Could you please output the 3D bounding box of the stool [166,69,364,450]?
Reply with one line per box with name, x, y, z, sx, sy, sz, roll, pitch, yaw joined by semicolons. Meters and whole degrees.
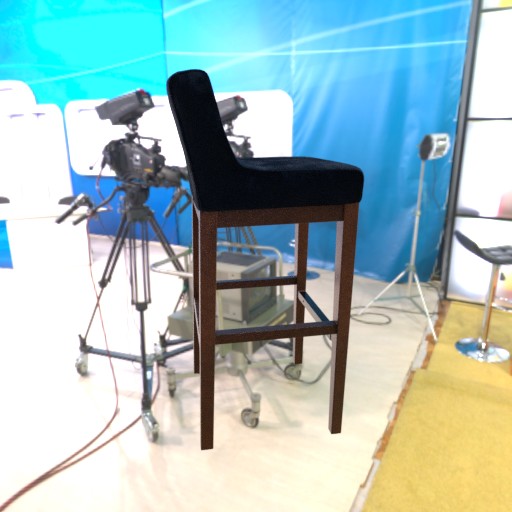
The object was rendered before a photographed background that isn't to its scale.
stool;0.000;0.000;1.397;0.500;1.037;0.511;-3;16;-10
